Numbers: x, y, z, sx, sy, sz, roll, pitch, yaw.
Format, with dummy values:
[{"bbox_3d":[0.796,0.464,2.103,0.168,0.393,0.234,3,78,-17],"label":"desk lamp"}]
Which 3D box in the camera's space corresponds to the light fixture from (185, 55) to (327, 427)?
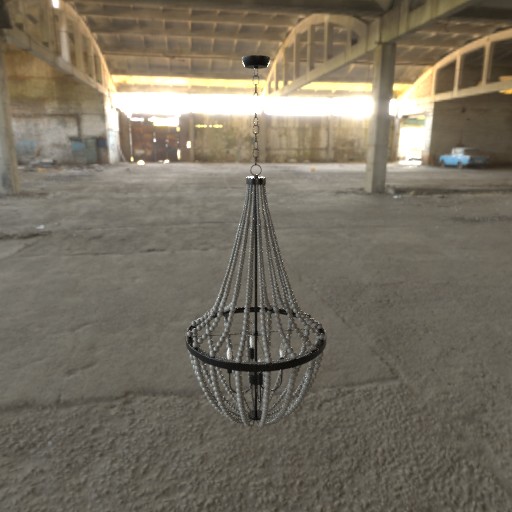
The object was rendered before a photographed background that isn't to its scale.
[{"bbox_3d":[0.000,0.000,1.368,0.450,1.133,0.450,0,14,0],"label":"light fixture"}]
